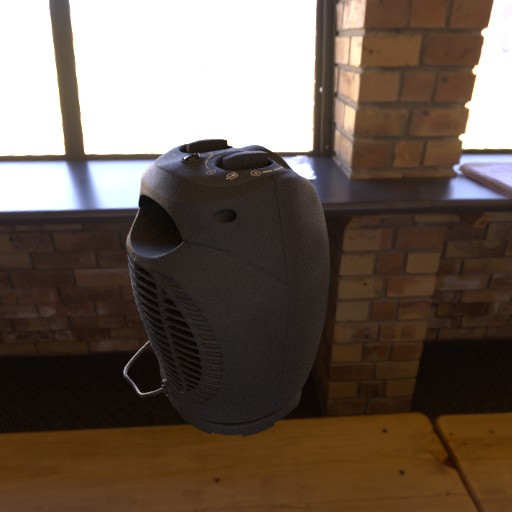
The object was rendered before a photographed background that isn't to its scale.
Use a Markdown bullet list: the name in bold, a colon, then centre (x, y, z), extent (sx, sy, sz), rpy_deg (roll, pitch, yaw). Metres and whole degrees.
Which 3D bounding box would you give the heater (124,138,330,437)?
- **heater**: centre (0.000, 0.000, 0.472), extent (0.291, 0.255, 0.239), rpy_deg (-17, 31, -31)
